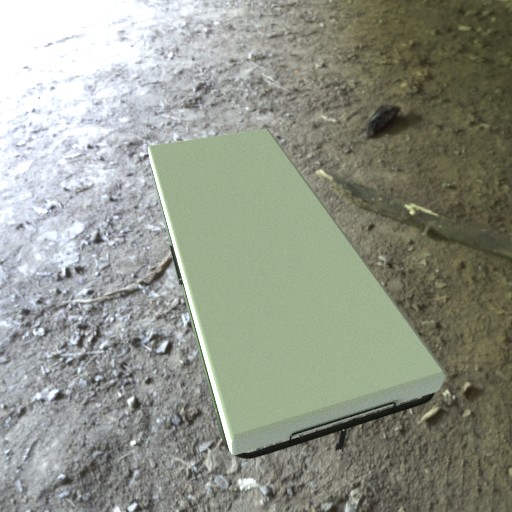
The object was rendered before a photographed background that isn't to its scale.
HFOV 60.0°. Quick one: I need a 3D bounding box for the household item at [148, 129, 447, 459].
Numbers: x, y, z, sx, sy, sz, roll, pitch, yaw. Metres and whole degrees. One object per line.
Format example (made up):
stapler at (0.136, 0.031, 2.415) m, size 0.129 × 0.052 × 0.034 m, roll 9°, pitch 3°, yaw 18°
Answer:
household item at (0.000, 0.000, 2.146) m, size 0.787 × 0.356 × 1.905 m, roll -12°, pitch 44°, yaw -13°
